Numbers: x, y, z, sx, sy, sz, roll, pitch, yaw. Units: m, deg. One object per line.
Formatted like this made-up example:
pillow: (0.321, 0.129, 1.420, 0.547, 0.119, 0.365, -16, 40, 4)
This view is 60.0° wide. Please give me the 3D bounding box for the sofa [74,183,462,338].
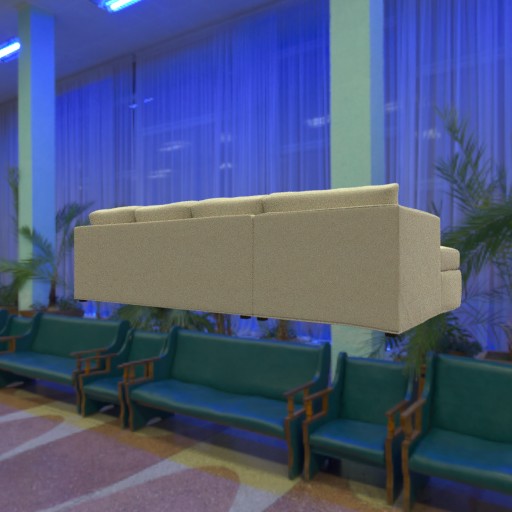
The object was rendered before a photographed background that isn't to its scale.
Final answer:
sofa: (0.000, 0.000, 4.030, 3.205, 0.922, 1.650, 0, 0, 36)
